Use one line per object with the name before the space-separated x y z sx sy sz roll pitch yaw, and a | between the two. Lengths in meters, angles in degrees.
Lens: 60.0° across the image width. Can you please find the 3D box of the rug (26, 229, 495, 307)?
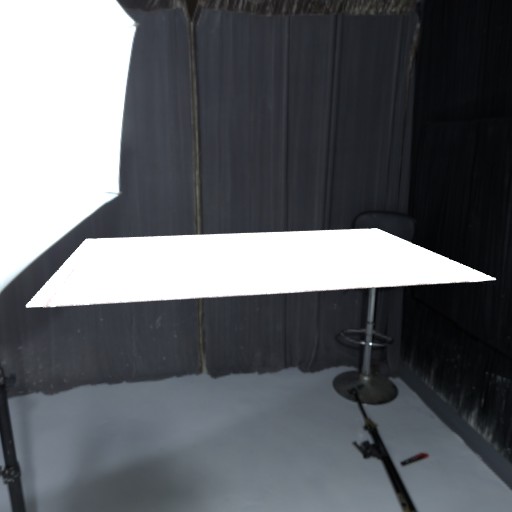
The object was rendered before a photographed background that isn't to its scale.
rug | 0.000 0.000 2.977 2.440 0.010 1.528 -3 15 -10
